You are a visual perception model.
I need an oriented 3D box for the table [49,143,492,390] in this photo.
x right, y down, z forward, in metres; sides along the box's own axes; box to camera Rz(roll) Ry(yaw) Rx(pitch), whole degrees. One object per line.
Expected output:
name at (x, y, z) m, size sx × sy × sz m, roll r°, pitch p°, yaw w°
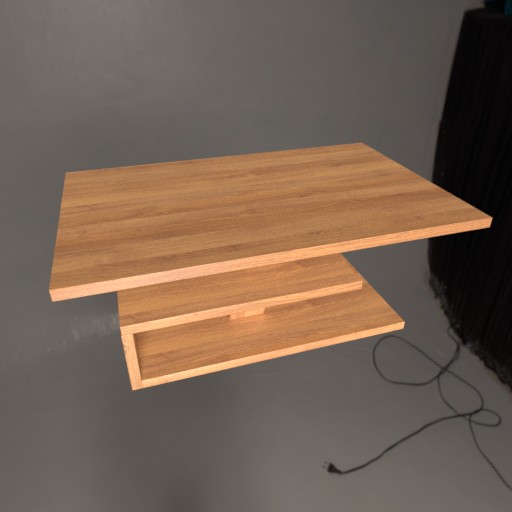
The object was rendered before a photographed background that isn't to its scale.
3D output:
table at (0.000, 0.000, 1.437) m, size 1.100 × 0.442 × 0.700 m, roll -9°, pitch 32°, yaw -15°
